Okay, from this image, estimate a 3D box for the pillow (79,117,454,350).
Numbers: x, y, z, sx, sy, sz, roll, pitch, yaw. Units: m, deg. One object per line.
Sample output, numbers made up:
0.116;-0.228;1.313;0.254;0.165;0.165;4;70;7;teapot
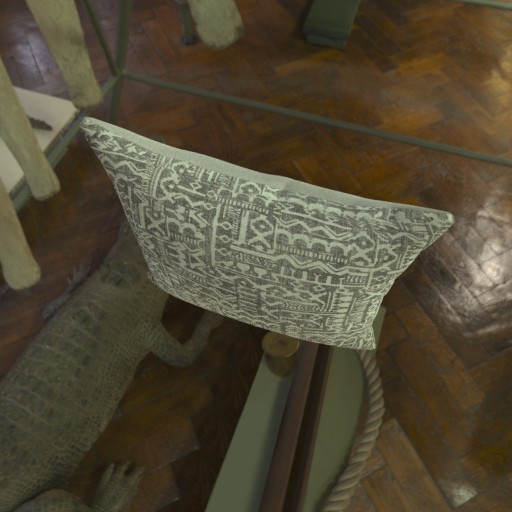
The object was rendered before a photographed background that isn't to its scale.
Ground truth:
0.000;0.000;0.802;0.546;0.487;0.180;17;61;10;pillow
